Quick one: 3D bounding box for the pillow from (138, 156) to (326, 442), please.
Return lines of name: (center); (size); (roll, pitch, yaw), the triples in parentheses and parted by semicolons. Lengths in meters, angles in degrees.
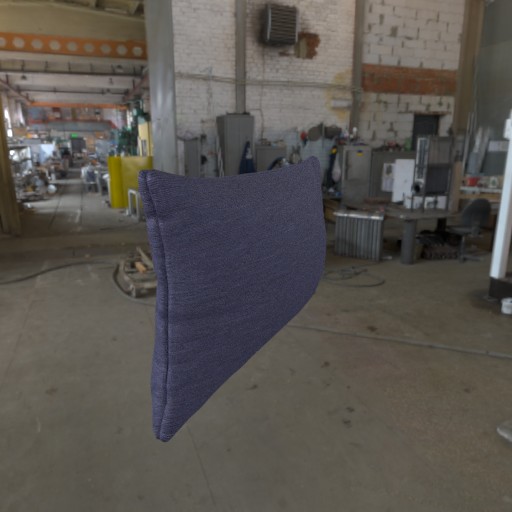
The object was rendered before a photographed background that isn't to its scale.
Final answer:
pillow: (0.000, 0.000, 0.797); (0.210, 0.338, 0.633); (6, 16, 24)
